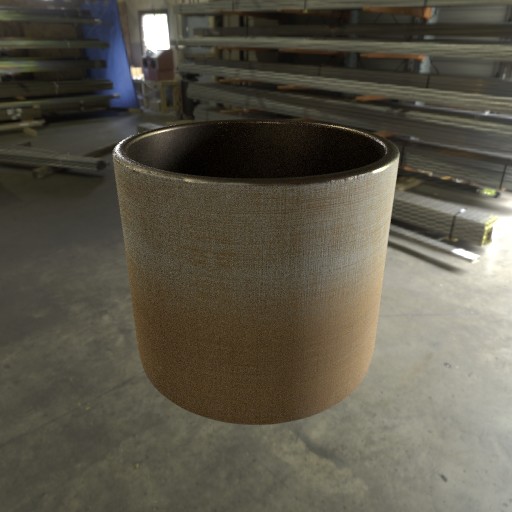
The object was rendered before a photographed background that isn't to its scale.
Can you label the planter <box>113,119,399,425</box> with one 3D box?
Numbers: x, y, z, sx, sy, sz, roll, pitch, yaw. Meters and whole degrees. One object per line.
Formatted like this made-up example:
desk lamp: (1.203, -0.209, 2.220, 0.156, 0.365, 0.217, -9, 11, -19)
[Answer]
planter: (0.000, 0.000, 0.392, 0.221, 0.201, 0.221, 0, 26, 0)
